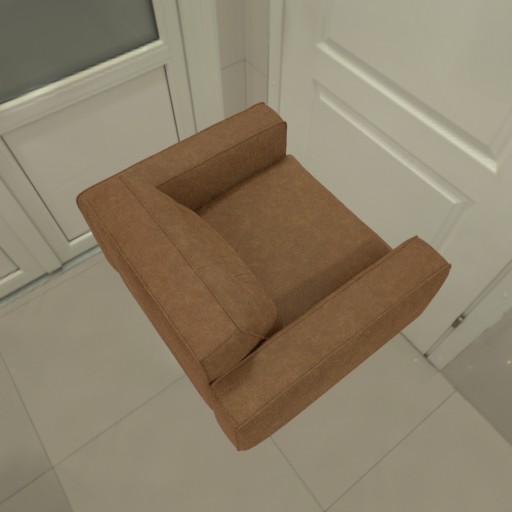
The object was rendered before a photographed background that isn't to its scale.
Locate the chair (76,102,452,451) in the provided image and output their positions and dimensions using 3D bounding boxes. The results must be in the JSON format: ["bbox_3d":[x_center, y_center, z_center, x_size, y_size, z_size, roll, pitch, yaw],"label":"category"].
[{"bbox_3d":[0.000,0.000,1.771,0.952,0.782,1.118,-33,63,-19],"label":"chair"}]
